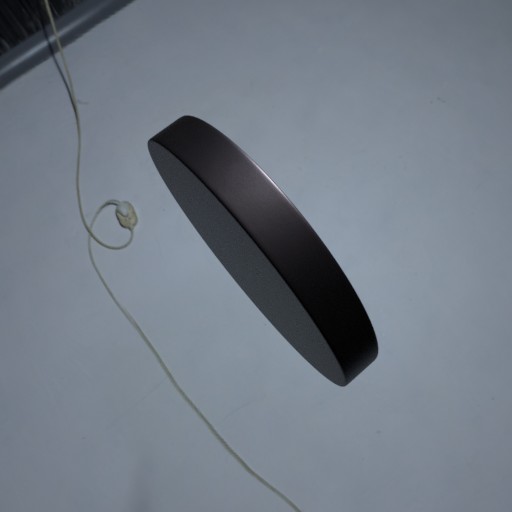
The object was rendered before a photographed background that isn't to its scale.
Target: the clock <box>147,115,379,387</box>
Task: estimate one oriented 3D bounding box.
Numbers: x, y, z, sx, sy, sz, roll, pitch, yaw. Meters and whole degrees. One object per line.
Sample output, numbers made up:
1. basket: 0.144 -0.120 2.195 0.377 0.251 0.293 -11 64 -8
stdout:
1. clock: 0.000 0.000 0.470 0.040 0.314 0.314 -39 79 -9
